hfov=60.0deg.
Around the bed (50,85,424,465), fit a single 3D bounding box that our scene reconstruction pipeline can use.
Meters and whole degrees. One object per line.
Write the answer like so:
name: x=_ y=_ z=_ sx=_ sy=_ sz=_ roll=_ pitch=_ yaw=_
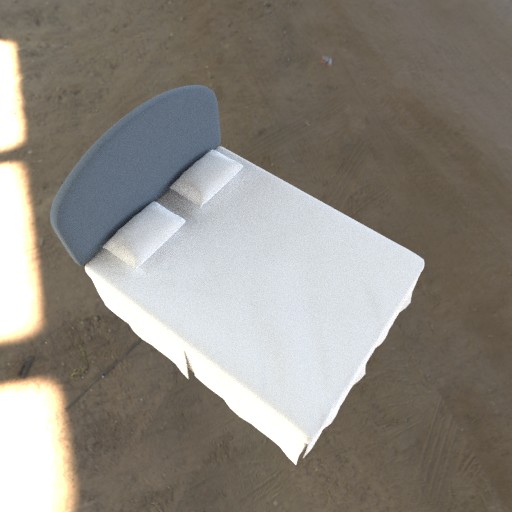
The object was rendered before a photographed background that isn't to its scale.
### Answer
bed: x=0.000 y=0.000 z=3.011 sx=2.005 sy=1.410 sz=1.607 roll=32 pitch=63 yaw=19
